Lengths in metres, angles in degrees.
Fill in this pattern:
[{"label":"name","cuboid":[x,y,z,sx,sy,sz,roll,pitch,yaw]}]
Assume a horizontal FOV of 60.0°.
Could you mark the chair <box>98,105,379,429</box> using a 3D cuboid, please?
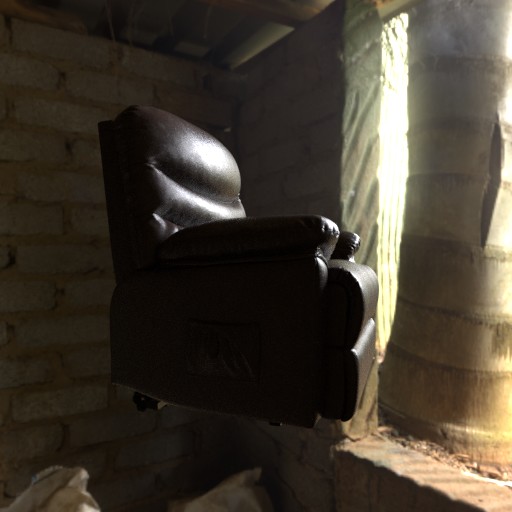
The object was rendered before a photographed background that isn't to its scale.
[{"label":"chair","cuboid":[0.000,0.000,1.704,0.879,1.041,0.940,0,-1,18]}]
